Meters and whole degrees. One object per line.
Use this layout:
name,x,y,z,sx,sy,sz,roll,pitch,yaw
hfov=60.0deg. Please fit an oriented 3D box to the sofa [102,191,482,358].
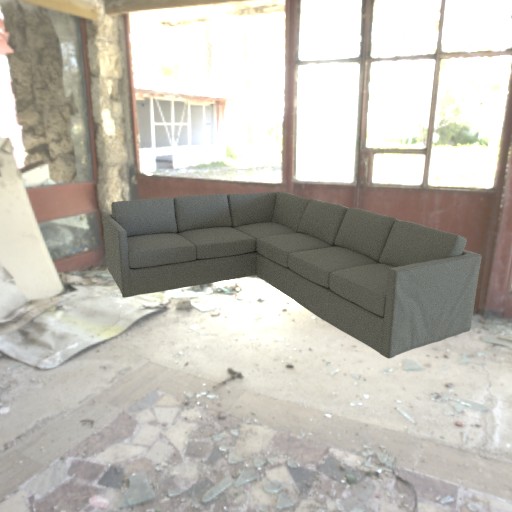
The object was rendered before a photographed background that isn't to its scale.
sofa,0.000,0.000,4.409,2.432,0.871,3.182,-8,18,-26
